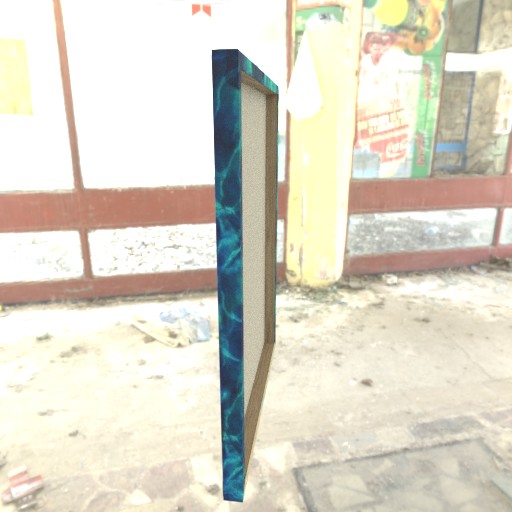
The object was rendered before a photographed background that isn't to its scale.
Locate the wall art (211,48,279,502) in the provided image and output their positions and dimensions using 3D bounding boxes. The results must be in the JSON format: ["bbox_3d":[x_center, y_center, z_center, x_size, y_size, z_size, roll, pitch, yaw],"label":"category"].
[{"bbox_3d":[0.000,0.000,0.993,0.038,0.760,0.609,2,17,8],"label":"wall art"}]
